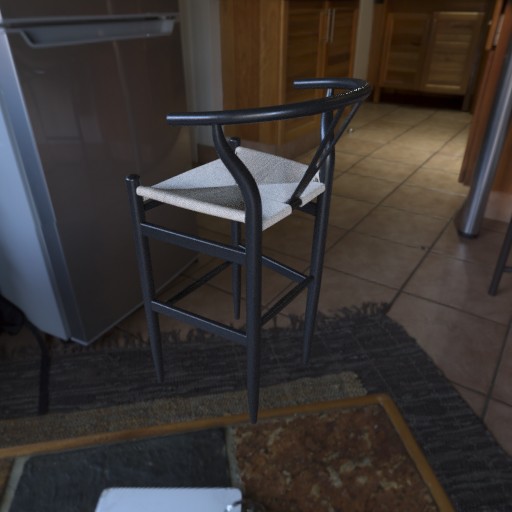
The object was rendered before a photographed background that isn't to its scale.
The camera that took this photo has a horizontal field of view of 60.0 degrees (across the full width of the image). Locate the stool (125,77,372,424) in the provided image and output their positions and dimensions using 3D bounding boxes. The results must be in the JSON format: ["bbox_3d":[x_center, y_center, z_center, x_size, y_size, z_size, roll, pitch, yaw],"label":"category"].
[{"bbox_3d":[0.000,0.000,1.417,0.579,1.072,0.569,21,37,30],"label":"stool"}]
